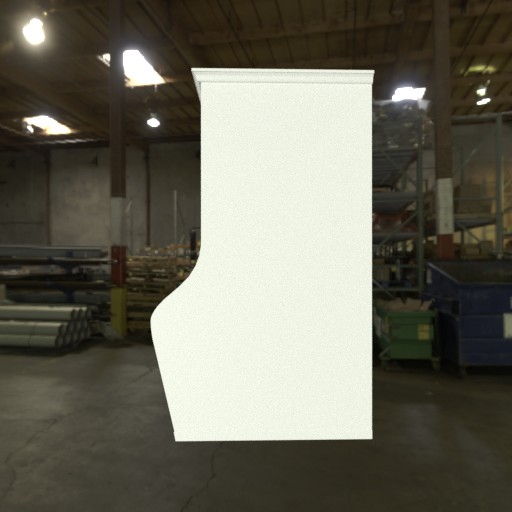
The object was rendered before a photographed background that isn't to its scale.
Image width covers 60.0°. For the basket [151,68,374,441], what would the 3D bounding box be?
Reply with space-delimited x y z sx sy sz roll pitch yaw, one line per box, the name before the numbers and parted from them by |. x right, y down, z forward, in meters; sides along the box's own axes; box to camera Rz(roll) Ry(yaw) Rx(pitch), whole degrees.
basket | 0.000 0.000 1.136 0.376 0.625 0.792 0 0 -2
